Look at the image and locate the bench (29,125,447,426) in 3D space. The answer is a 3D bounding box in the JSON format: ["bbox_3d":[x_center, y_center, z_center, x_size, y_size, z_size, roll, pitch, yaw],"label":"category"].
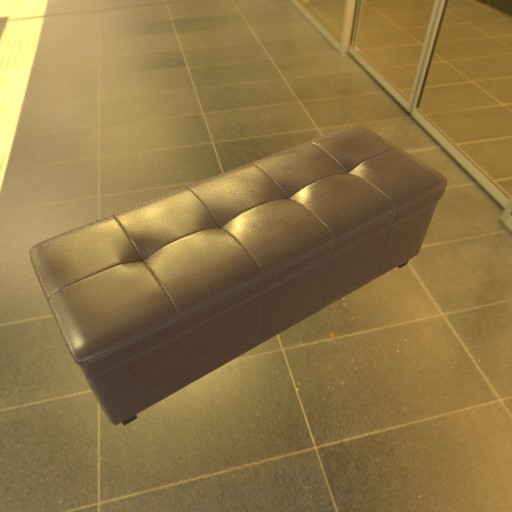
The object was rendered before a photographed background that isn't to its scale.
[{"bbox_3d":[0.000,0.000,1.445,1.219,0.417,0.450,-25,51,-23],"label":"bench"}]
